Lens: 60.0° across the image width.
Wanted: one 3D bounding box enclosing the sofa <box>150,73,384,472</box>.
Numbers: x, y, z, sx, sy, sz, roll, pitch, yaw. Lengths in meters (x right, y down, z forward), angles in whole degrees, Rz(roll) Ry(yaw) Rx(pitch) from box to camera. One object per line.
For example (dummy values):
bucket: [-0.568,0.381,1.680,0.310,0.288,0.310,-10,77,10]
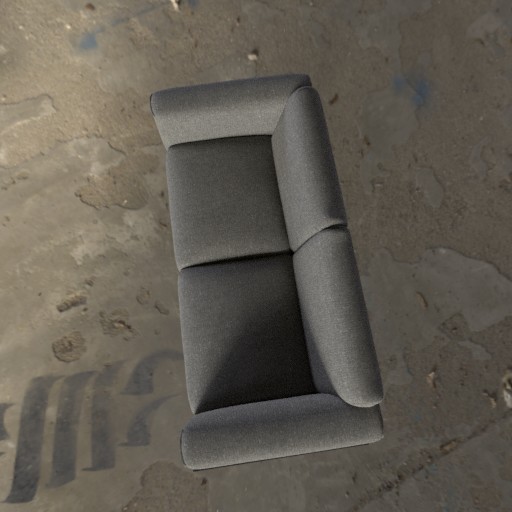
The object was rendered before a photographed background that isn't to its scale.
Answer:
sofa: [0.000,0.000,2.555,0.985,0.703,2.125,-8,74,-2]
